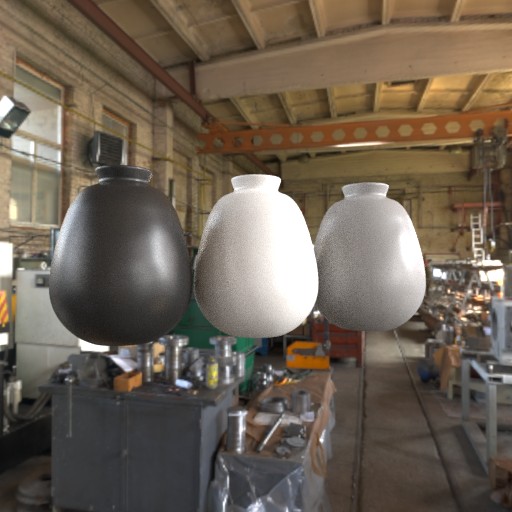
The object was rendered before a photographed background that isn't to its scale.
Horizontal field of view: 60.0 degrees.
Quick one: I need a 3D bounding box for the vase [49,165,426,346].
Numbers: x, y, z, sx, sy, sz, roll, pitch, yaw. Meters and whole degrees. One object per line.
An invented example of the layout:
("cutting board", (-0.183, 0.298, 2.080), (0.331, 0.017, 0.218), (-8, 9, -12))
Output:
("vase", (0.000, 0.000, 0.350), (0.297, 0.122, 0.097), (0, -1, -19))
